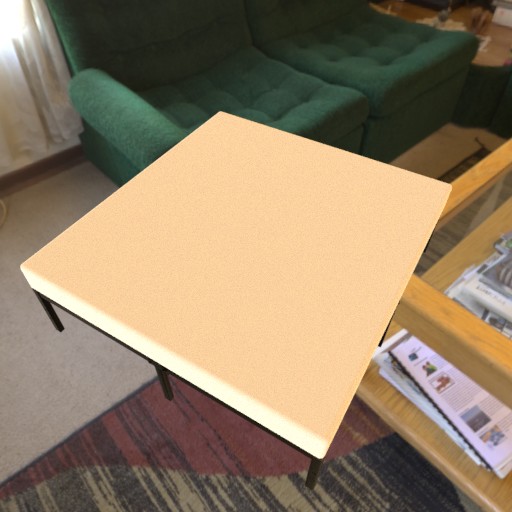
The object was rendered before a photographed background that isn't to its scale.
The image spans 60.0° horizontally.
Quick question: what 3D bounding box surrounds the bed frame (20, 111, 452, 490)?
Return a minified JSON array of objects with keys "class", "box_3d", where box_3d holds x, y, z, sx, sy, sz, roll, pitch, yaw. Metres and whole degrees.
[{"class":"bed frame","box_3d":[0.000,0.000,3.046,1.963,0.659,2.079,24,51,21]}]
